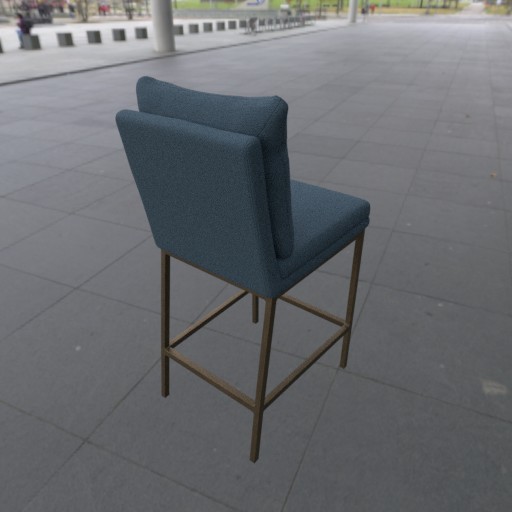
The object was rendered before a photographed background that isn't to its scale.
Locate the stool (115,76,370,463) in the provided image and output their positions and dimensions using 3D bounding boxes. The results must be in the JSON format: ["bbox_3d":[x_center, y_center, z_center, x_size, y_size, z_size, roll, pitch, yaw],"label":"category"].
[{"bbox_3d":[0.000,0.000,1.353,0.463,1.032,0.568,22,36,33],"label":"stool"}]
